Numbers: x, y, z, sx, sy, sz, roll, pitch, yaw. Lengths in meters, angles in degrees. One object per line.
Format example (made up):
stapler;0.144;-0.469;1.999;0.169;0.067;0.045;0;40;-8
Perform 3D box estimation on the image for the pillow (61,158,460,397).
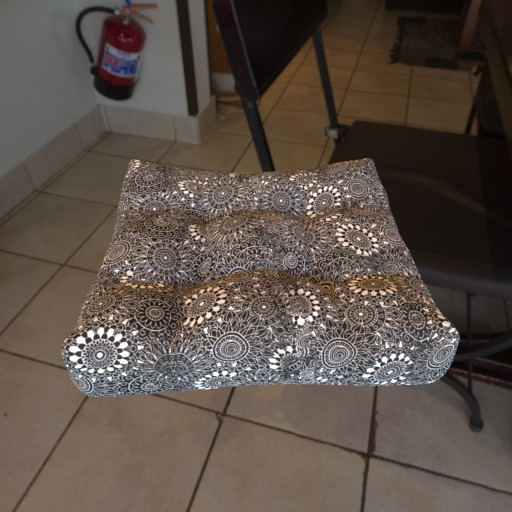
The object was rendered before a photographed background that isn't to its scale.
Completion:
pillow;0.000;0.000;0.721;0.490;0.128;0.468;-1;42;-2
